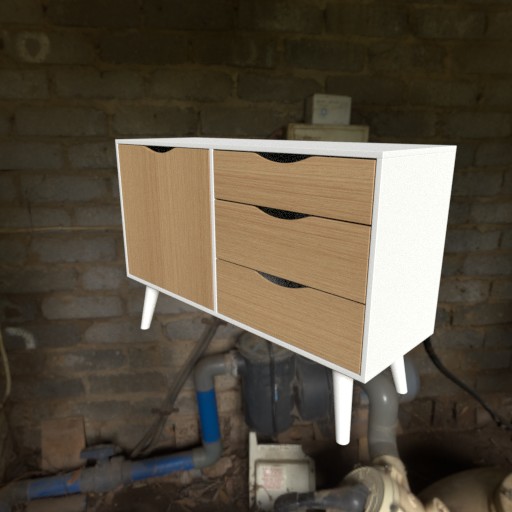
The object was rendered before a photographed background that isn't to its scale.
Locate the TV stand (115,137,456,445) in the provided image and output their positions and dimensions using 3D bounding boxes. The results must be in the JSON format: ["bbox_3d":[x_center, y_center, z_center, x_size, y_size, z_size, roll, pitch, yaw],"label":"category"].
[{"bbox_3d":[0.000,0.000,1.630,1.193,0.812,0.406,16,23,43],"label":"TV stand"}]
